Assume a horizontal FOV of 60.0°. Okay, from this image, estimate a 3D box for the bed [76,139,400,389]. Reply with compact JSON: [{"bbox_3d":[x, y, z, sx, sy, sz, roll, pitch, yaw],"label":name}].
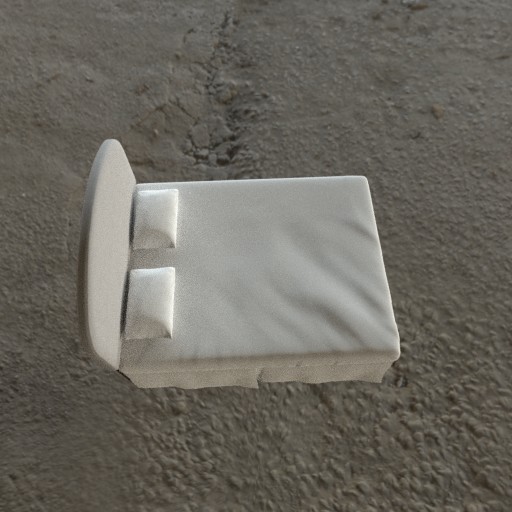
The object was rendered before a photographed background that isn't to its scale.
[{"bbox_3d":[0.000,0.000,3.183,2.005,1.410,1.607,-2,63,-1],"label":"bed"}]
